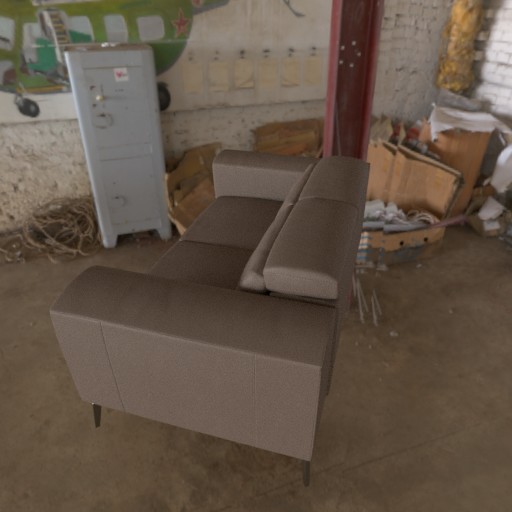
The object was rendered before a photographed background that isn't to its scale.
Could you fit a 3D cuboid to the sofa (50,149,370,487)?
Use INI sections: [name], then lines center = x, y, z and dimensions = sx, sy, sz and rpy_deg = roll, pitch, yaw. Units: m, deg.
[sofa]
center = 0.000, 0.000, 2.324
dimensions = 1.003, 0.779, 1.895
rpy_deg = 9, 32, 14
